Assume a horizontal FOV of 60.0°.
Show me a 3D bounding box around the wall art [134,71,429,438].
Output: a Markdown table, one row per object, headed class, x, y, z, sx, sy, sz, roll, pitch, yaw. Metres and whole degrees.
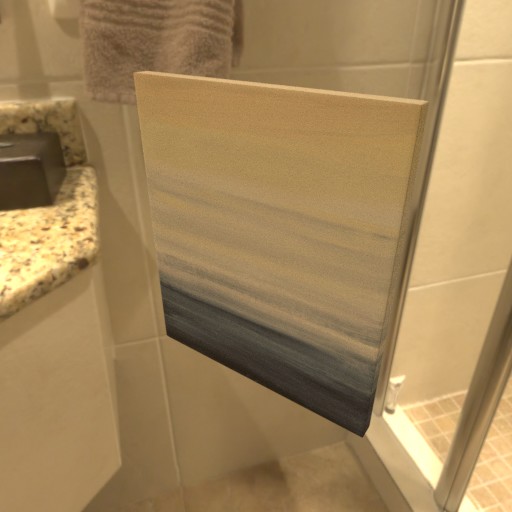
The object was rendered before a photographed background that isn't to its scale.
| class | x | y | z | sx | sy | sz | roll | pitch | yaw |
| --- | --- | --- | --- | --- | --- | --- | --- | --- | --- |
| wall art | 0.000 | 0.000 | 0.971 | 0.608 | 0.710 | 0.041 | 19 | 35 | 30 |
